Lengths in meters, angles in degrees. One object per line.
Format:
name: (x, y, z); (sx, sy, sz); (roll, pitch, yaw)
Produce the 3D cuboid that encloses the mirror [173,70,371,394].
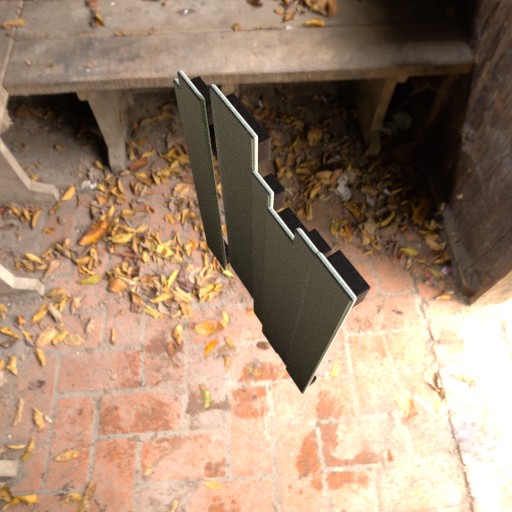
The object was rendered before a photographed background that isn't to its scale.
mirror: (0.000, 0.000, 0.799); (0.058, 0.611, 0.445); (-30, 67, -14)
